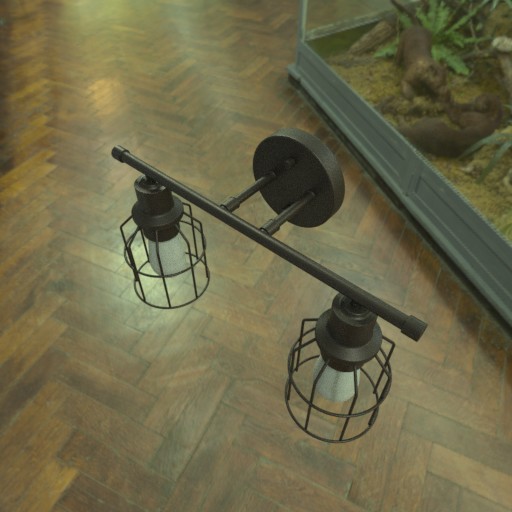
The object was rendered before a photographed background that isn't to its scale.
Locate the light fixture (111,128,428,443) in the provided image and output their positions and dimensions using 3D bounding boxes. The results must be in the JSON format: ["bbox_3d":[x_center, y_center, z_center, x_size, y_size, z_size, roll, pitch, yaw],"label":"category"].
[{"bbox_3d":[0.000,0.000,0.519,0.406,0.254,0.165,32,54,27],"label":"light fixture"}]
